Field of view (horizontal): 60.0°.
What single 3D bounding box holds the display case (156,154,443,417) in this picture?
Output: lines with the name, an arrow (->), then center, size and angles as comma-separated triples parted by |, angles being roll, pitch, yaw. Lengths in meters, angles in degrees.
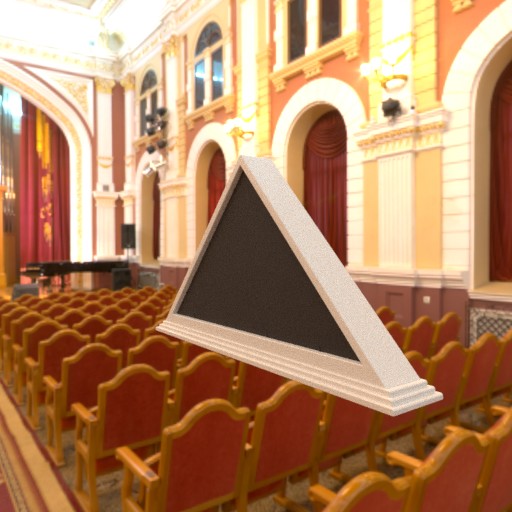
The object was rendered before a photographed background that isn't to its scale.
display case -> 0.000, 0.000, 0.764 | 0.095, 0.340, 0.640 | -1, 1, -36
